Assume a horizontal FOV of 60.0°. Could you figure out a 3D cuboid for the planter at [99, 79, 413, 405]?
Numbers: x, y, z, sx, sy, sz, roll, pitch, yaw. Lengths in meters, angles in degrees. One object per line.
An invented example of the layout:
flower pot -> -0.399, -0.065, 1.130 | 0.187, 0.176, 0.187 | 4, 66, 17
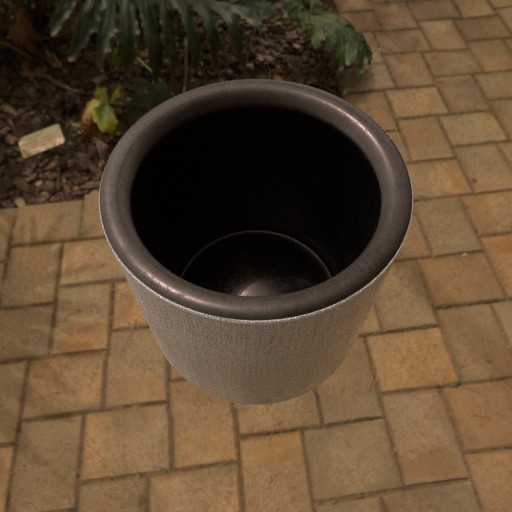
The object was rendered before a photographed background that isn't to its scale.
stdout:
planter -> 0.000, 0.000, 0.289 | 0.160, 0.156, 0.160 | 0, 58, 0
